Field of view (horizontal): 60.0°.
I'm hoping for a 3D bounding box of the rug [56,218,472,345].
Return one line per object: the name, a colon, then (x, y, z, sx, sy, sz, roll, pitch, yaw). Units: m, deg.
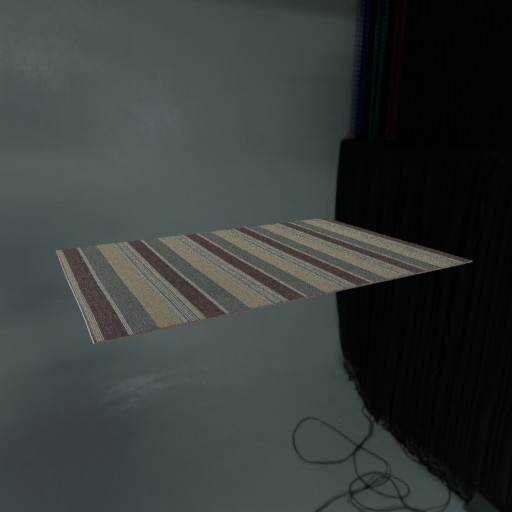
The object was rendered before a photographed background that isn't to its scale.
rug: (0.000, 0.000, 2.326, 1.829, 0.008, 1.219, -9, 19, -27)
